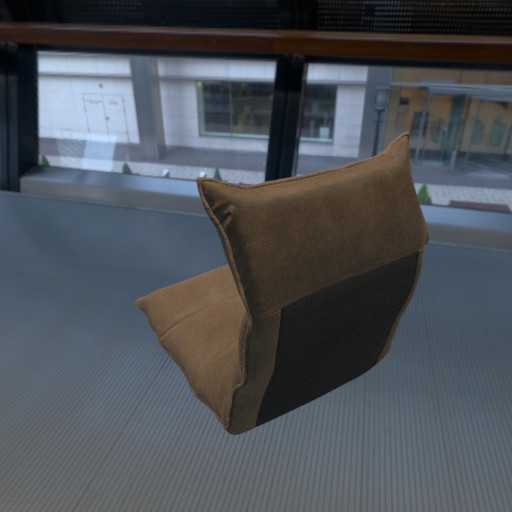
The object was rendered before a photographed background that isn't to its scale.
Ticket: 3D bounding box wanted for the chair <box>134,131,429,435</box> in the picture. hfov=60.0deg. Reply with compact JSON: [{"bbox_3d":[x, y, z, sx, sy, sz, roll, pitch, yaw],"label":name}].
[{"bbox_3d":[0.000,0.000,1.564,0.714,0.892,0.985,-17,33,-28],"label":"chair"}]
